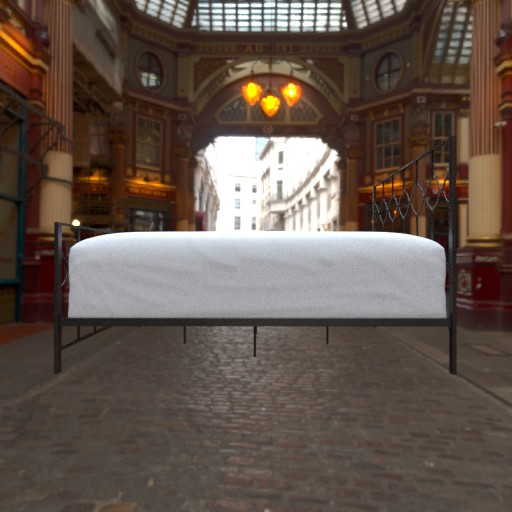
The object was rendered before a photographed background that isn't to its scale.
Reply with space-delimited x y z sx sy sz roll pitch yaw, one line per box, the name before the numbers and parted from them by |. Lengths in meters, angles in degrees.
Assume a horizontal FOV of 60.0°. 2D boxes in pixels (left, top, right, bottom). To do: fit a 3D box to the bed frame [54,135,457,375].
bed frame | 0.000 0.000 3.070 2.063 1.222 1.597 0 0 1
